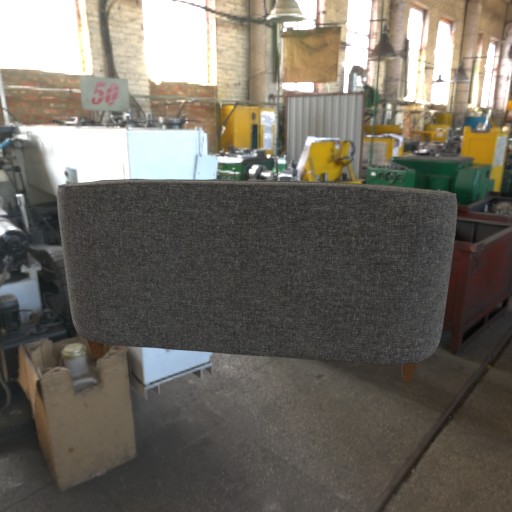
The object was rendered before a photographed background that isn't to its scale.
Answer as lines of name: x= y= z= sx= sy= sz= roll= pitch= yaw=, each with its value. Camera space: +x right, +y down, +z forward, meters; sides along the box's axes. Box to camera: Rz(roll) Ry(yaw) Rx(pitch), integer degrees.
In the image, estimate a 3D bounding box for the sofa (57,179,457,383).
sofa: x=0.000 y=0.000 z=2.225 sx=1.733 sy=0.855 sz=0.941 roll=2 pitch=17 yaw=8
